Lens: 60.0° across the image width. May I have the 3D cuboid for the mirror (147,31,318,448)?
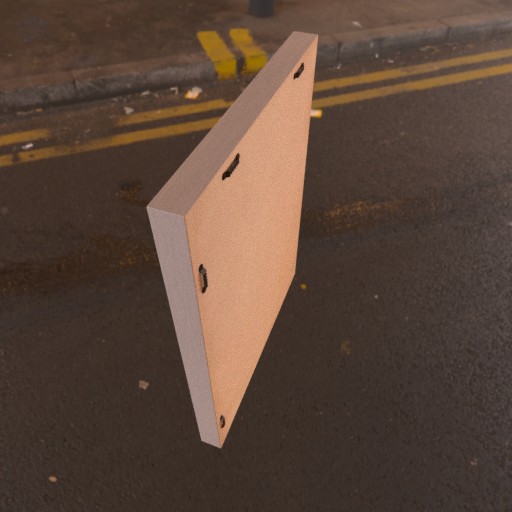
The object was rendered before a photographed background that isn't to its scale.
[{"bbox_3d":[0.000,0.000,0.675,0.041,0.508,0.405,15,49,14],"label":"mirror"}]
